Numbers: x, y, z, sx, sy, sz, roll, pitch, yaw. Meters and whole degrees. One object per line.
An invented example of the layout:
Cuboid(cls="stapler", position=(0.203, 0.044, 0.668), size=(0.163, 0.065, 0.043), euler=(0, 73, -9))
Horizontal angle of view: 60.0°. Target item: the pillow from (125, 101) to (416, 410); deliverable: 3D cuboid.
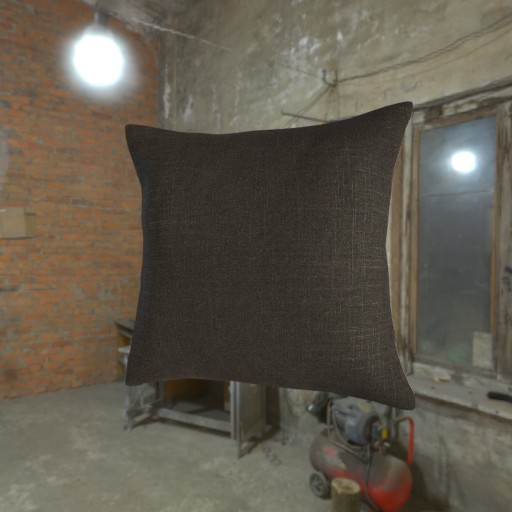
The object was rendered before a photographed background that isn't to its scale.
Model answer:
Cuboid(cls="pillow", position=(0.000, 0.000, 0.689), size=(0.468, 0.444, 0.138), euler=(0, 0, 17))
